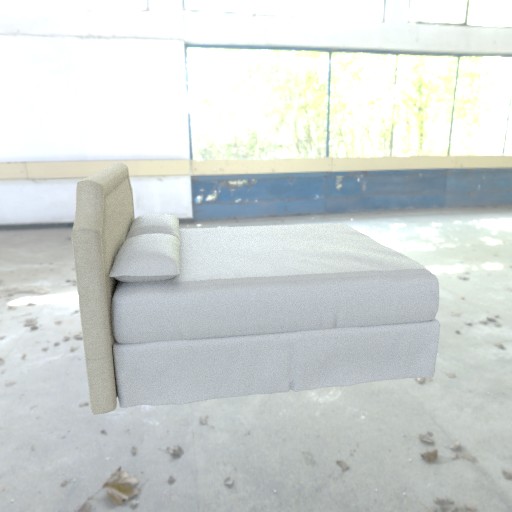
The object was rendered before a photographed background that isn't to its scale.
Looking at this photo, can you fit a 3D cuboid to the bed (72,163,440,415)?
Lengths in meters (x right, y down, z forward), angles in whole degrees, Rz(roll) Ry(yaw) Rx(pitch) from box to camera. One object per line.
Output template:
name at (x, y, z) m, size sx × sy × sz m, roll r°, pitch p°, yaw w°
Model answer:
bed at (0.000, 0.000, 3.306) m, size 2.164 × 1.297 × 1.828 m, roll -3°, pitch 16°, yaw -9°
